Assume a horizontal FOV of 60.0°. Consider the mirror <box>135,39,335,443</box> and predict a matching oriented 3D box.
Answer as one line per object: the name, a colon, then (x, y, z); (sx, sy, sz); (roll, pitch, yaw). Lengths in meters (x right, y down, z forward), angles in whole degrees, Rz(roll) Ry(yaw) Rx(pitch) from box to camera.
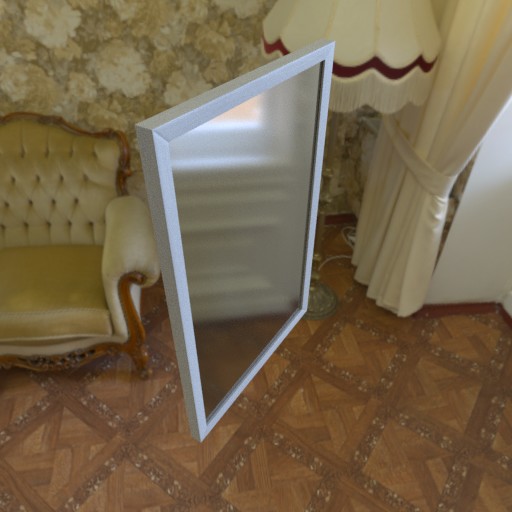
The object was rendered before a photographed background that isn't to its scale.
mirror: (0.000, 0.000, 1.147); (0.040, 0.915, 0.609); (23, 45, 26)
